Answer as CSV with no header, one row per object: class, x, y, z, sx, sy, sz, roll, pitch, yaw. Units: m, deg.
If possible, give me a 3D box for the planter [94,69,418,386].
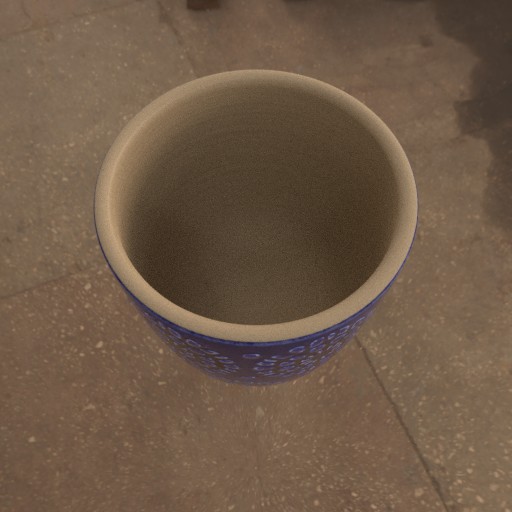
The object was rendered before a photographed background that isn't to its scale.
planter,0.000,0.000,0.197,0.109,0.112,0.109,0,64,0
